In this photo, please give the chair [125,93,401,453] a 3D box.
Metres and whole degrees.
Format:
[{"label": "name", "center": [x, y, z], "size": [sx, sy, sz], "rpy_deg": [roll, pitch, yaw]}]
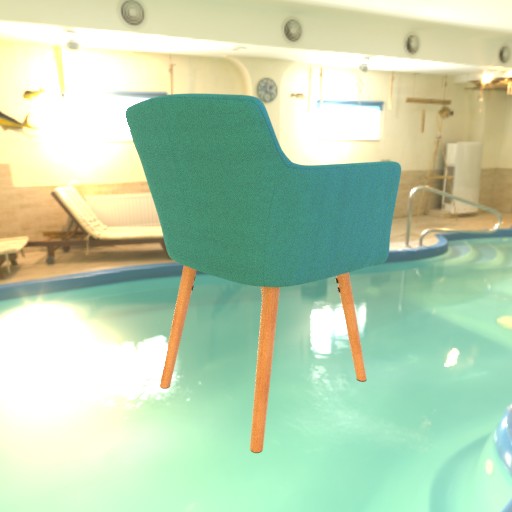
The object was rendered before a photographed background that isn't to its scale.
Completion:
[{"label": "chair", "center": [0.000, 0.000, 1.178], "size": [0.540, 0.780, 0.570], "rpy_deg": [-14, 21, -42]}]
